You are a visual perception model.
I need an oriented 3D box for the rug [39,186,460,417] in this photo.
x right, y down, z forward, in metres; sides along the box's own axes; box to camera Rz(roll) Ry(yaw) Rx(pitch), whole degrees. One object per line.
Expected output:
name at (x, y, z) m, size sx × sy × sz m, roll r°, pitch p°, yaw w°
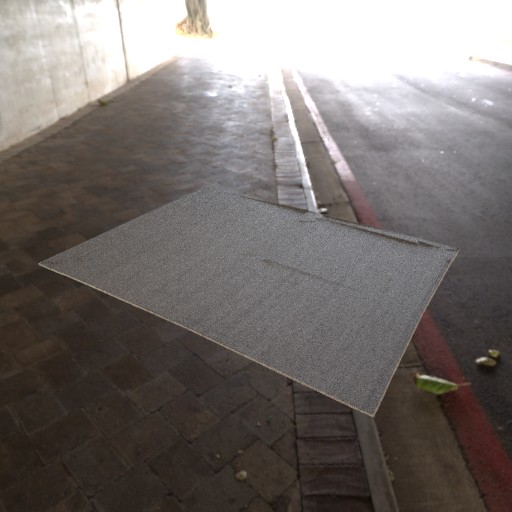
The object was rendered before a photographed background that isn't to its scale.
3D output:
rug at (0.000, 0.000, 4.950) m, size 3.778 × 0.053 × 2.873 m, roll 18°, pitch 34°, yaw 29°
